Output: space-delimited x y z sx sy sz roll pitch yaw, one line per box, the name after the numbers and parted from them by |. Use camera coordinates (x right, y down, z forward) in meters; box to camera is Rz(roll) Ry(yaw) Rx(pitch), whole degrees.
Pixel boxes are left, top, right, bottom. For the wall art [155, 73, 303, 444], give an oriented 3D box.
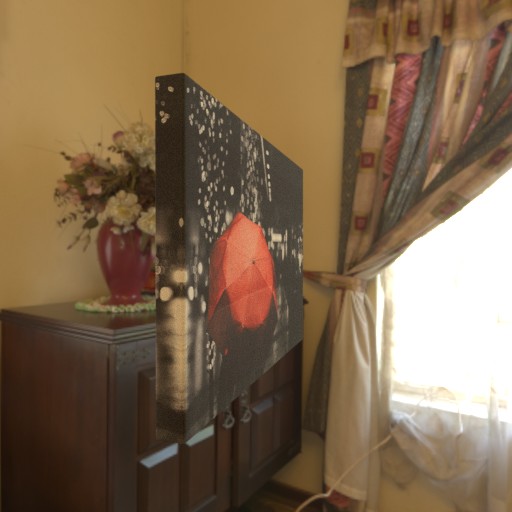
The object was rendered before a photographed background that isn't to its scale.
0.000 0.000 0.777 0.037 0.406 0.609 0 1 18 | wall art
